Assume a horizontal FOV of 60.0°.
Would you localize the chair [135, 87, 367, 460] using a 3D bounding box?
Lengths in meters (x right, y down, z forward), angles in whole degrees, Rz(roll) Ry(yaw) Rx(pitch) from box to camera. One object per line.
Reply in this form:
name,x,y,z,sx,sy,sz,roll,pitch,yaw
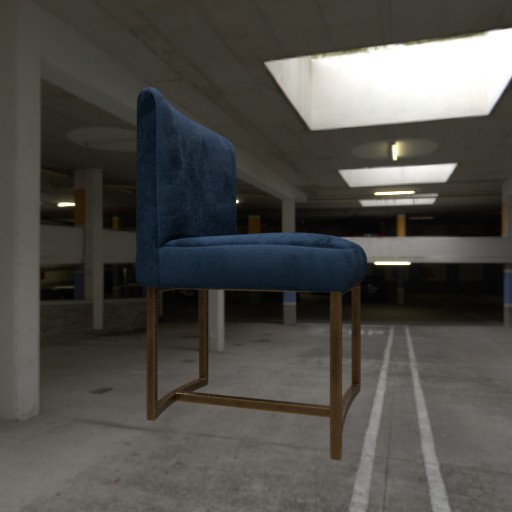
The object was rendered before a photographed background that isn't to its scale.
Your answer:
chair,0.000,0.000,1.204,0.560,0.824,0.530,0,0,18
